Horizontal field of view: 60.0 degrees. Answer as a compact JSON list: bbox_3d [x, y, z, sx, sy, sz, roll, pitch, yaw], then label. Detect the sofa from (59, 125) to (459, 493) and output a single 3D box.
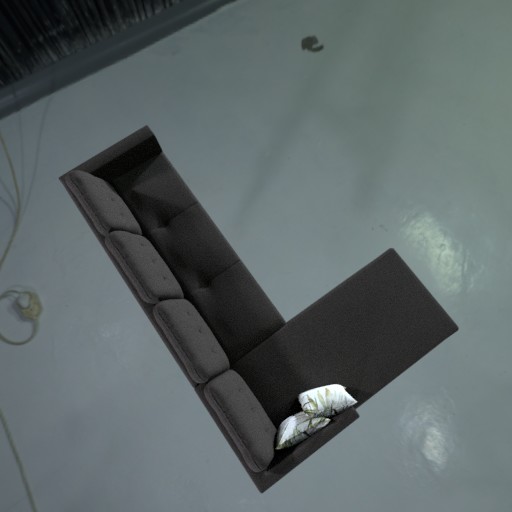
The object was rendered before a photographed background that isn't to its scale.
[{"bbox_3d":[0.000,0.000,3.445,1.829,0.932,2.679,-34,77,-9],"label":"sofa"}]
